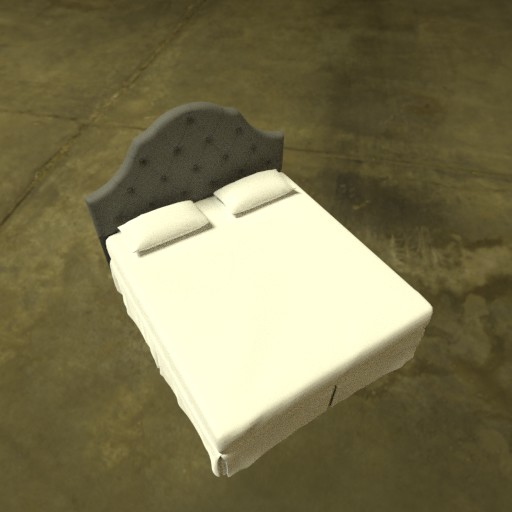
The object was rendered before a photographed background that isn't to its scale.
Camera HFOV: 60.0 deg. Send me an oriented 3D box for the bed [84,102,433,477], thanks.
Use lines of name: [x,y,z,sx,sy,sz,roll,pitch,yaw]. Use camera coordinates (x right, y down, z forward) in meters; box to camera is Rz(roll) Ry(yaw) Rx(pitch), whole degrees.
bed: [0.000,0.000,3.541,2.008,1.615,2.214,-24,51,-21]
